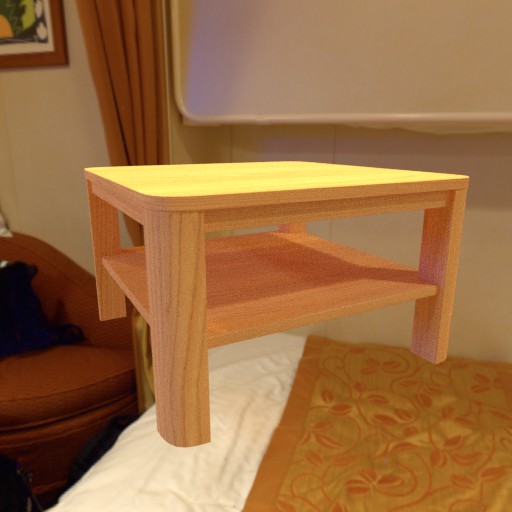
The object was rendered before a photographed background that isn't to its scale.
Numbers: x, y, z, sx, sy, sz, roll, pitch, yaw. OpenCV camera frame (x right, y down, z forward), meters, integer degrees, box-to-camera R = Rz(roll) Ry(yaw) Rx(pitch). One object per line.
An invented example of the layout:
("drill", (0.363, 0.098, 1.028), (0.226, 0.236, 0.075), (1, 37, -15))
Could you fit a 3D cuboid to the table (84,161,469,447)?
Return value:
("table", (0.000, 0.000, 1.201), (0.750, 0.450, 0.750), (-8, 17, -28))
